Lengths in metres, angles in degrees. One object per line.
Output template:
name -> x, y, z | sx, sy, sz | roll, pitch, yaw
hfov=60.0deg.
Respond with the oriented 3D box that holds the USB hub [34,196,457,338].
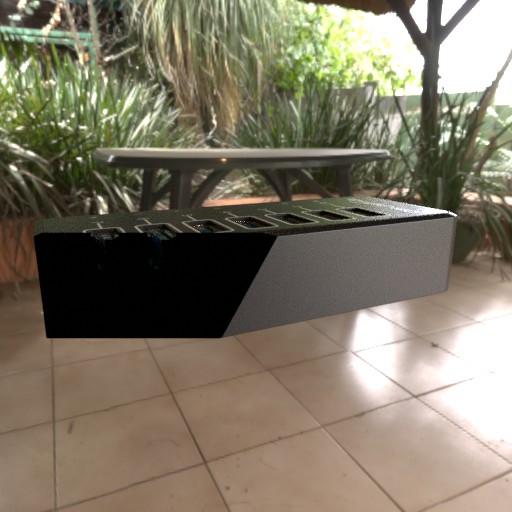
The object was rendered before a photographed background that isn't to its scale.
USB hub -> 0.000, 0.000, 0.124 | 0.110, 0.023, 0.044 | -7, 17, -25
